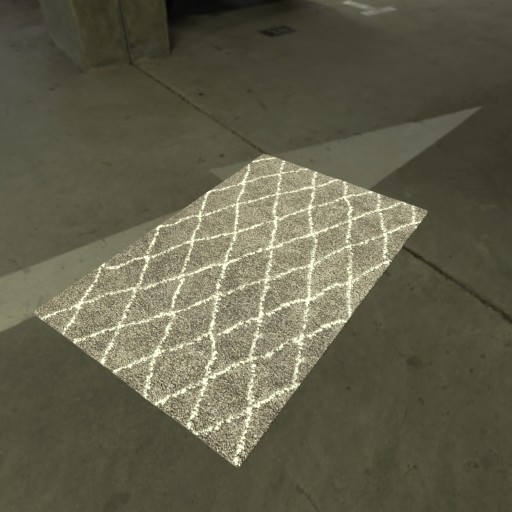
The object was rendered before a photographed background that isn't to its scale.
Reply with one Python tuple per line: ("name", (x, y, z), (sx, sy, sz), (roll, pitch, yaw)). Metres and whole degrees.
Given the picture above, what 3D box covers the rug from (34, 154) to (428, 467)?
("rug", (0.000, 0.000, 3.470), (1.778, 0.030, 2.743), (26, 47, 26))
